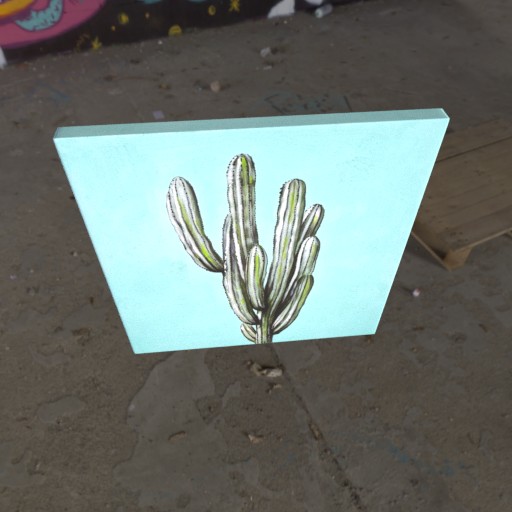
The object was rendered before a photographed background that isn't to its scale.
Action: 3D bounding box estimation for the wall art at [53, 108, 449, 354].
[{"bbox_3d":[0.000,0.000,1.601,1.071,1.073,0.070,-4,47,-4],"label":"wall art"}]
